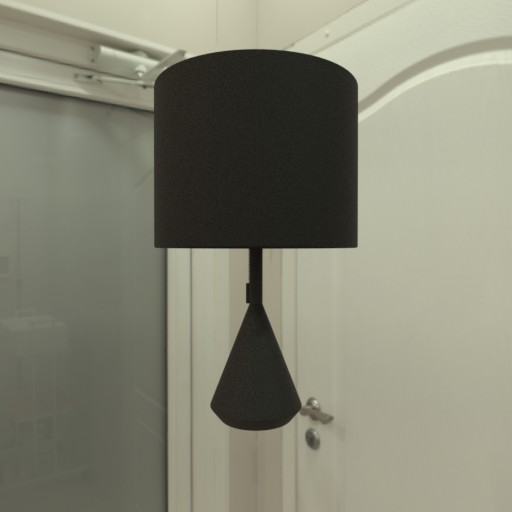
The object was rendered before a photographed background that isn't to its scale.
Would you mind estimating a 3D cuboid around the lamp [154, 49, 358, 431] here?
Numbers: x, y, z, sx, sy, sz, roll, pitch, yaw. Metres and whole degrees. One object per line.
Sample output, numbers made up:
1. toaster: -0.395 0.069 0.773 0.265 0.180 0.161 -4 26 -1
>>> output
1. lamp: 0.000 0.000 0.802 0.359 0.584 0.359 0 1 -35
